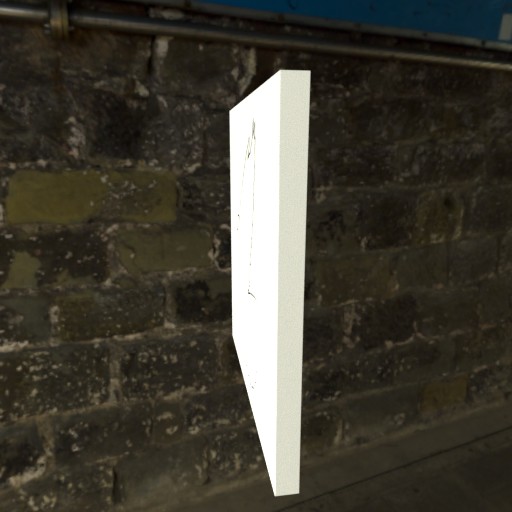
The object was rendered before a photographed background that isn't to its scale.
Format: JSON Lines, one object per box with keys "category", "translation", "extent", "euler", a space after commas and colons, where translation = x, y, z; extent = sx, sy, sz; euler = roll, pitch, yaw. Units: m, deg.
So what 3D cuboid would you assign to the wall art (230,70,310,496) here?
{"category": "wall art", "translation": [0.000, 0.000, 0.902], "extent": [0.038, 0.610, 0.610], "euler": [-2, 14, -9]}
